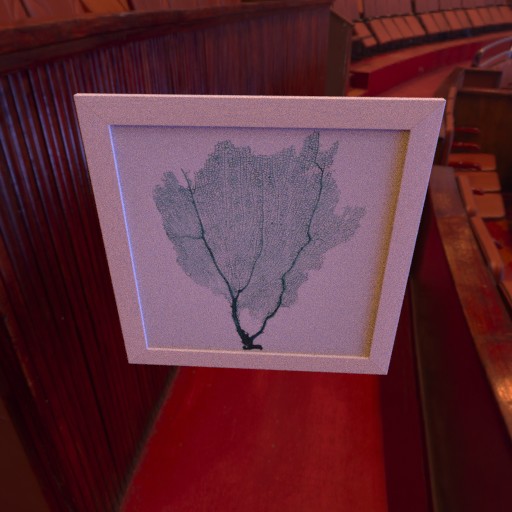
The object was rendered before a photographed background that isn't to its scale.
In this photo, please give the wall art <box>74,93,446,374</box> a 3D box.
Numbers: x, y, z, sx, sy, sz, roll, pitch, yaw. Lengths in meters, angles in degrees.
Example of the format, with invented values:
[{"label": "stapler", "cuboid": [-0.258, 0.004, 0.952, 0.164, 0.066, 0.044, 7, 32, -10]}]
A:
[{"label": "wall art", "cuboid": [0.000, 0.000, 0.835, 0.572, 0.577, 0.015, 2, 32, 3]}]
